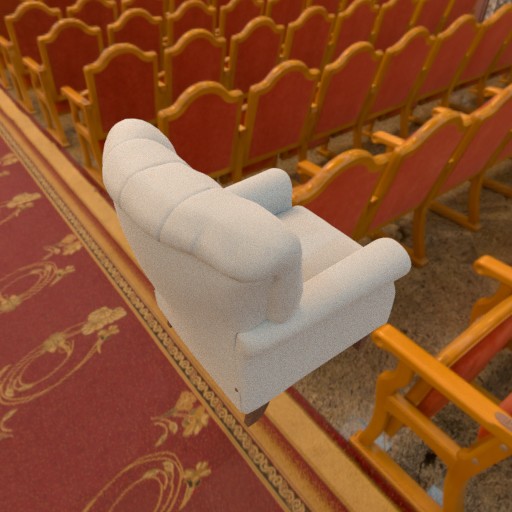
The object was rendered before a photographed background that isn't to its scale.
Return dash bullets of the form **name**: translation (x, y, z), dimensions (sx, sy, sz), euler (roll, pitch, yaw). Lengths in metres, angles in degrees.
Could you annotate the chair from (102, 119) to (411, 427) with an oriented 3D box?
- **chair**: translation (0.000, 0.000, 2.081), dimensions (1.128, 1.217, 1.090), euler (-26, 47, -27)
